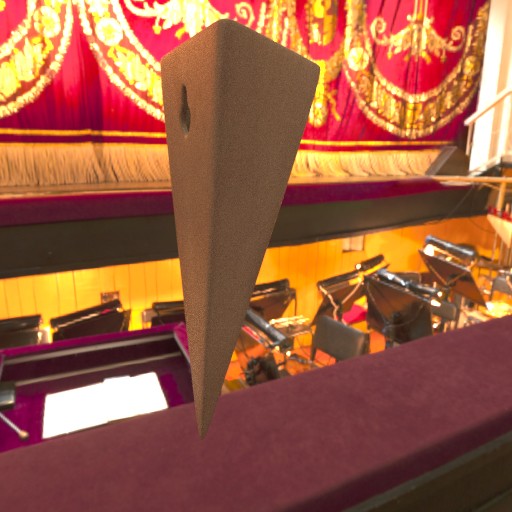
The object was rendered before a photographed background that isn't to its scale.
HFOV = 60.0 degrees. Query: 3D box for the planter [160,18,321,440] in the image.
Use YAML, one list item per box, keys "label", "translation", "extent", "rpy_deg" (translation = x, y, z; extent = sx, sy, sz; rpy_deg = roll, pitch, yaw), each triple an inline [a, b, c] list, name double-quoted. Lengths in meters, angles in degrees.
- label: "planter"
  translation: [0.000, 0.000, 0.260]
  extent: [0.081, 0.224, 0.101]
  rpy_deg: [-7, 16, -25]
